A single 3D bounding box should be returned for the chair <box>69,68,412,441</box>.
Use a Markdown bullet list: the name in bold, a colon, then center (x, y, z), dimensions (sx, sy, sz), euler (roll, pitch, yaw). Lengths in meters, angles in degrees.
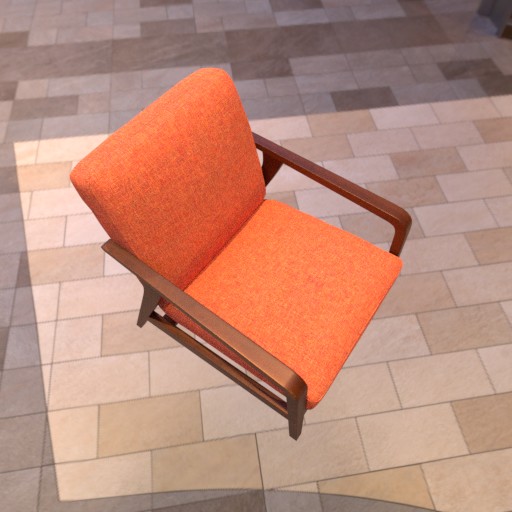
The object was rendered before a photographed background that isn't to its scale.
- **chair**: center (0.000, 0.000, 1.516), dimensions (0.860, 0.890, 0.719), euler (31, 62, 18)
